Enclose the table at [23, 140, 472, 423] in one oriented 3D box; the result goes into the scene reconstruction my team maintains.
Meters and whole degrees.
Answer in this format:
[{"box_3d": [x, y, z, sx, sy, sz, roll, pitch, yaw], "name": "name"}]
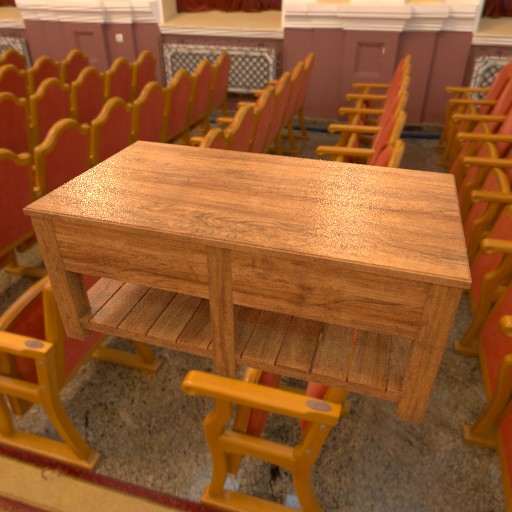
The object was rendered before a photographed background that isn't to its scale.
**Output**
[{"box_3d": [0.000, 0.000, 1.459, 1.150, 0.480, 0.635, 10, 34, 15], "name": "table"}]
